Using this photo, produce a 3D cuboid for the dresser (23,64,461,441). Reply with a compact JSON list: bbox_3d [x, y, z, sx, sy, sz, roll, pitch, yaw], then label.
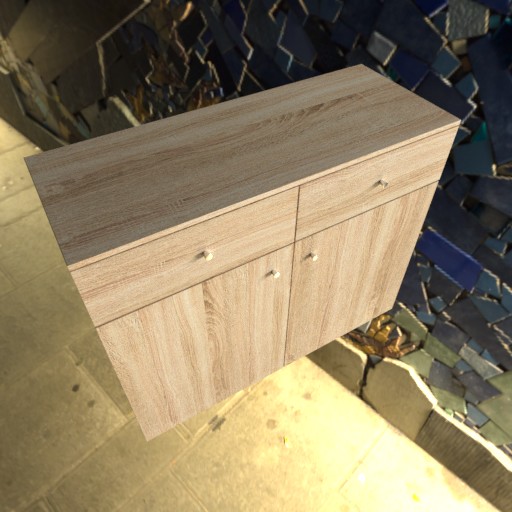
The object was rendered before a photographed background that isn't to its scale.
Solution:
[{"bbox_3d":[0.000,0.000,1.505,1.100,0.900,0.450,-23,51,-21],"label":"dresser"}]
